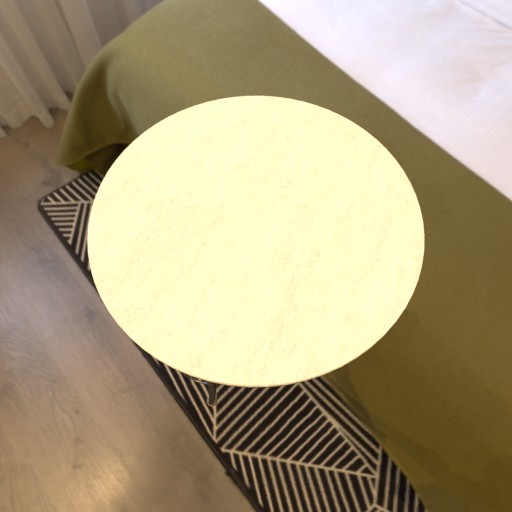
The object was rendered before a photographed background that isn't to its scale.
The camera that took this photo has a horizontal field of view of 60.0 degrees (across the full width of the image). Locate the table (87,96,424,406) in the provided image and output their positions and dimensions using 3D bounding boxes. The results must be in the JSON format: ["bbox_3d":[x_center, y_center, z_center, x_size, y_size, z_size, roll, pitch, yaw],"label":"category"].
[{"bbox_3d":[0.000,0.000,1.395,0.889,0.470,0.889,0,63,0],"label":"table"}]
